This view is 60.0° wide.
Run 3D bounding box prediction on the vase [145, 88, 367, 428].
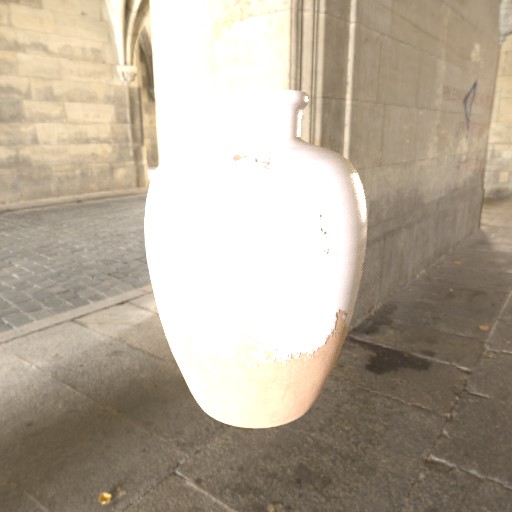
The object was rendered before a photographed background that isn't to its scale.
[{"bbox_3d":[0.000,0.000,0.330,0.158,0.228,0.158,0,16,0],"label":"vase"}]
